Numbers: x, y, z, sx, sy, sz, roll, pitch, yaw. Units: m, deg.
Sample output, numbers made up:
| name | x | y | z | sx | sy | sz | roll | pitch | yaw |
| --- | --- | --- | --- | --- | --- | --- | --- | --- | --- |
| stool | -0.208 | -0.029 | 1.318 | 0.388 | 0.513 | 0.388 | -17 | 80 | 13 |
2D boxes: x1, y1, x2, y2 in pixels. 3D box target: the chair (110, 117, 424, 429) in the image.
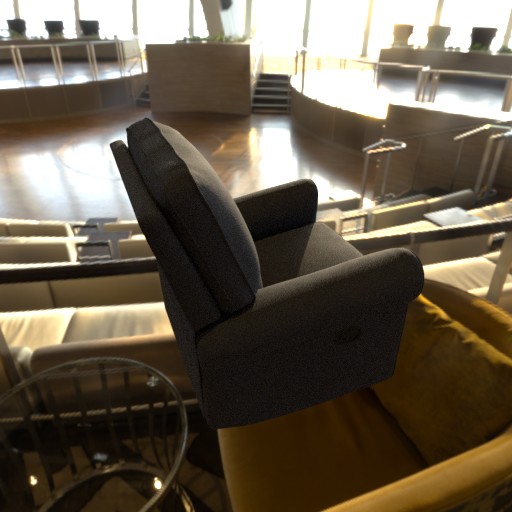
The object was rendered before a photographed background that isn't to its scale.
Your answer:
| name | x | y | z | sx | sy | sz | roll | pitch | yaw |
| --- | --- | --- | --- | --- | --- | --- | --- | --- | --- |
| chair | 0.000 | 0.000 | 1.668 | 0.878 | 0.961 | 0.890 | -11 | 32 | -18 |
